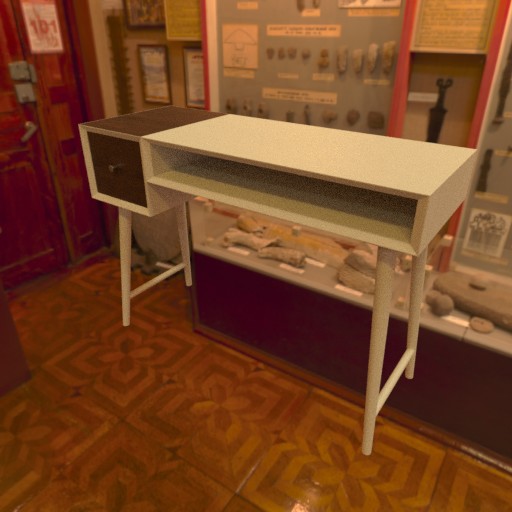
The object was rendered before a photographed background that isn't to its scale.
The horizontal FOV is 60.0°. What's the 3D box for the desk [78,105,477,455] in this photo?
[{"bbox_3d":[0.000,0.000,1.416,1.069,0.761,0.409,19,34,31],"label":"desk"}]
